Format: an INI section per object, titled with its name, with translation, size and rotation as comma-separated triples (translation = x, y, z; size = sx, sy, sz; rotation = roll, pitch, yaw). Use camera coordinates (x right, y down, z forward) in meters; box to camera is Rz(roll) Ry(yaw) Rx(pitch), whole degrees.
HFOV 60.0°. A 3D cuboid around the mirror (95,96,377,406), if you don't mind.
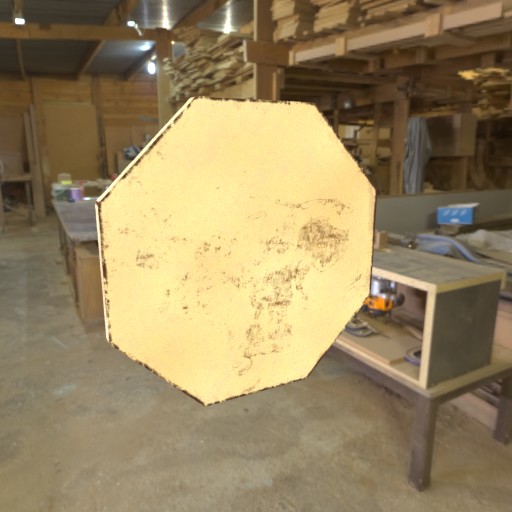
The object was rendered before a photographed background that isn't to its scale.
[mirror]
translation = 0.000, 0.000, 0.972
size = 0.648, 0.648, 0.031
rotation = -7, 15, -27
